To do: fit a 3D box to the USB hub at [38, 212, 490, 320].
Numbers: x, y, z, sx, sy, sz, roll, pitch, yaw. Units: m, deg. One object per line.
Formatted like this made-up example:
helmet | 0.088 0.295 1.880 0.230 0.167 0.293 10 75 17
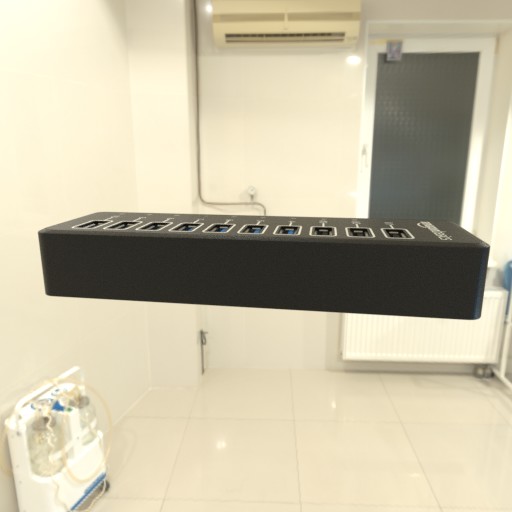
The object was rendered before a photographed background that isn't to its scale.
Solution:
USB hub | 0.000 0.000 0.161 0.145 0.023 0.044 2 14 9
